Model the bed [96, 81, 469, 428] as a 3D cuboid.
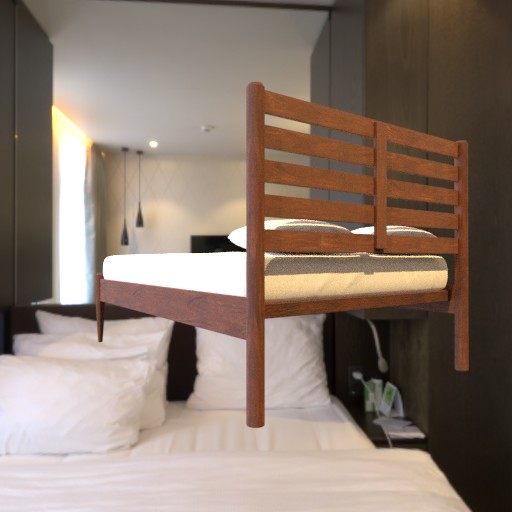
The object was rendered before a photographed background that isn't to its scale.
[{"bbox_3d":[0.000,0.000,2.937,1.509,1.304,2.093,0,0,-35],"label":"bed"}]
